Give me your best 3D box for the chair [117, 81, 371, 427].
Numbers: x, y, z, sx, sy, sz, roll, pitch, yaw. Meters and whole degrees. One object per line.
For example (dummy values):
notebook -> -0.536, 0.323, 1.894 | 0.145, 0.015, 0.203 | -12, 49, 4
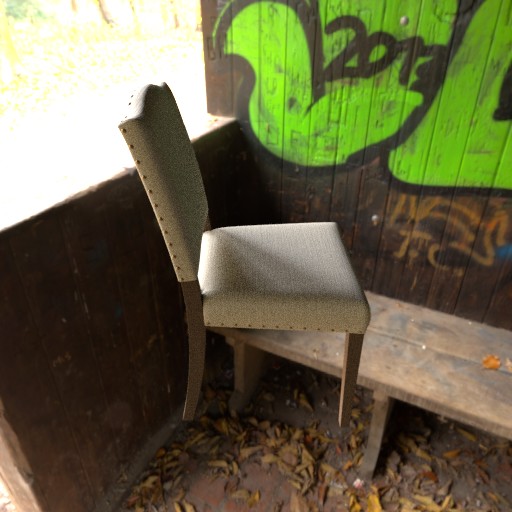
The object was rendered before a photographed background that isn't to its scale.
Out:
chair -> 0.000, 0.000, 1.383 | 0.619, 1.015, 0.508 | -1, 32, -1
